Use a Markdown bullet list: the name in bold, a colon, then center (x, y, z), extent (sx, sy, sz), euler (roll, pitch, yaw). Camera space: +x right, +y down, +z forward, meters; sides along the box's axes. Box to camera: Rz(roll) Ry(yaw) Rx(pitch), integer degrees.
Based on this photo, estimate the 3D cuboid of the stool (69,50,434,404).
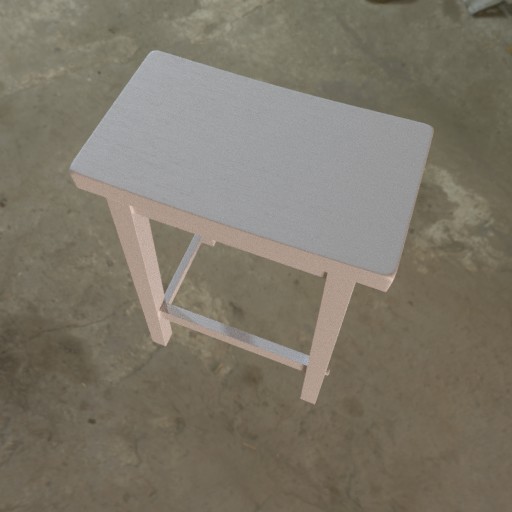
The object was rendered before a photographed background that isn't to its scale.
- **stool**: center (0.000, 0.000, 0.825), extent (0.406, 0.610, 0.322), euler (19, 65, 9)
